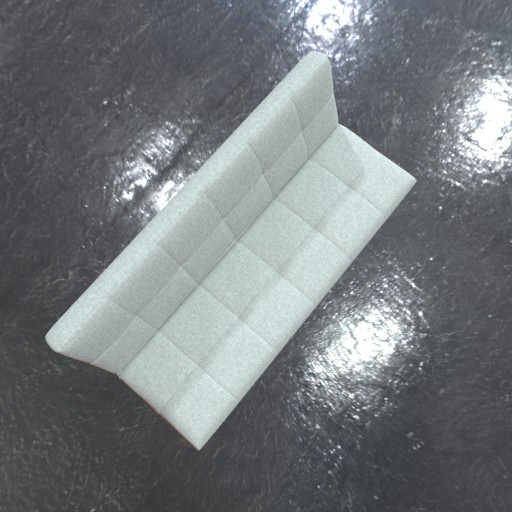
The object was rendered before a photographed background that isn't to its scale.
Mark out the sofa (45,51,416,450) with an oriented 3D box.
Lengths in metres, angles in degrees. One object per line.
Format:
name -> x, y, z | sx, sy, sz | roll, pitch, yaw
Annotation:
sofa -> 0.000, 0.000, 2.269 | 0.800, 0.800, 1.820 | 39, 80, 8
